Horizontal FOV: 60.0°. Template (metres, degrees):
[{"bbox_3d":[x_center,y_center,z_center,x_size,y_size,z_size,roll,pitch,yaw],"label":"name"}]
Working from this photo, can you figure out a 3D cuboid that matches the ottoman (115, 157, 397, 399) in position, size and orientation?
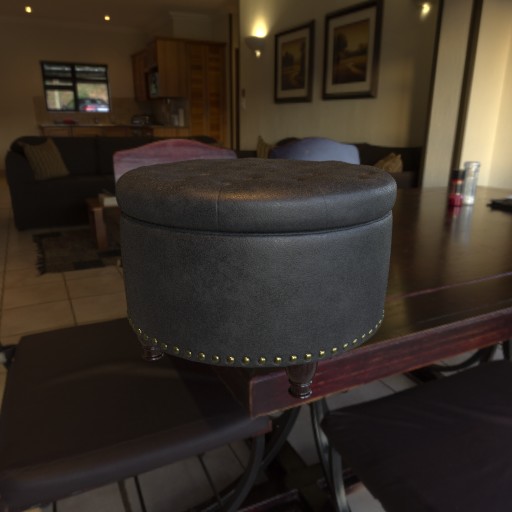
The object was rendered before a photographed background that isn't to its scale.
[{"bbox_3d":[0.000,0.000,1.098,0.637,0.442,0.637,0,17,0],"label":"ottoman"}]
